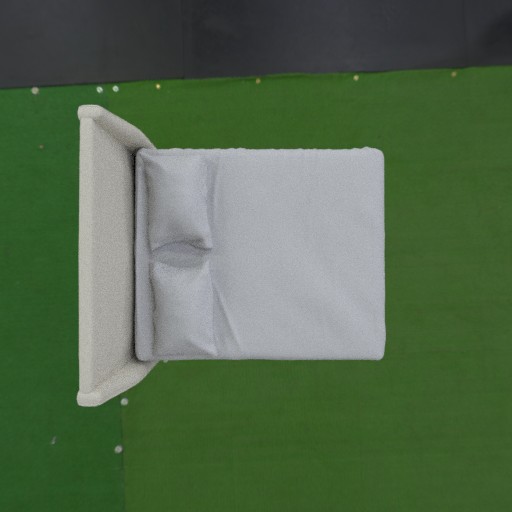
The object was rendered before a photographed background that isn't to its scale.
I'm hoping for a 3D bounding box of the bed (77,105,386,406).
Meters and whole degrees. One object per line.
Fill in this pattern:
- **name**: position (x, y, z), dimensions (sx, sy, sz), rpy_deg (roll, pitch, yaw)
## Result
- **bed**: position (0.000, 0.000, 3.440), dimensions (2.276, 1.332, 1.925), rpy_deg (0, 90, 0)
